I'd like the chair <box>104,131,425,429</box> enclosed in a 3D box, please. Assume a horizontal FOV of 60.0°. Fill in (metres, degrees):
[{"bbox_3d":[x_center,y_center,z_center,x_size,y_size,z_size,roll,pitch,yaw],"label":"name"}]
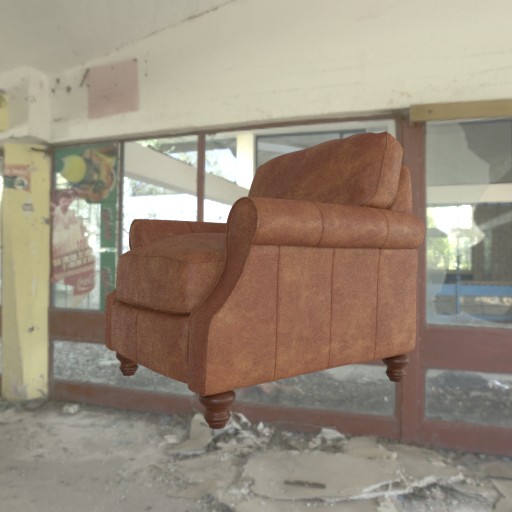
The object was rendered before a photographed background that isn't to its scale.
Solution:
[{"bbox_3d":[0.000,0.000,1.757,0.986,0.962,0.983,0,-1,-36],"label":"chair"}]
